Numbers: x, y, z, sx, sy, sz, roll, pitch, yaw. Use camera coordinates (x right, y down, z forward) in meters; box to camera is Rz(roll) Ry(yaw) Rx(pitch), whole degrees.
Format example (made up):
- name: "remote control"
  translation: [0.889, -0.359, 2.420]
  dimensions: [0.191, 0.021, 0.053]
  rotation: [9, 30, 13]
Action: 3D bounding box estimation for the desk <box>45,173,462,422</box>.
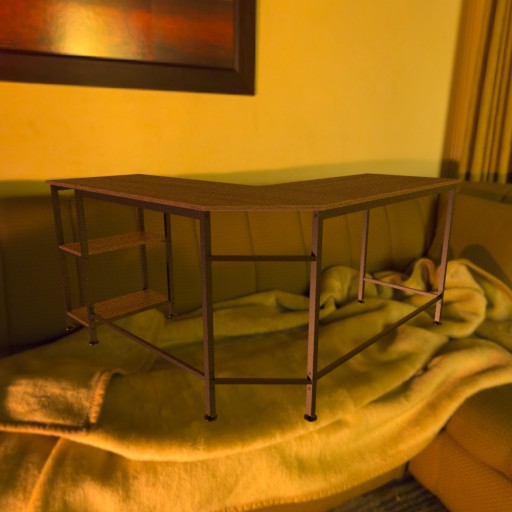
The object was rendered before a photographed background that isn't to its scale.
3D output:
- name: "desk"
  translation: [0.000, 0.000, 2.171]
  dimensions: [1.379, 0.739, 1.379]
  rotation: [14, 21, 42]
